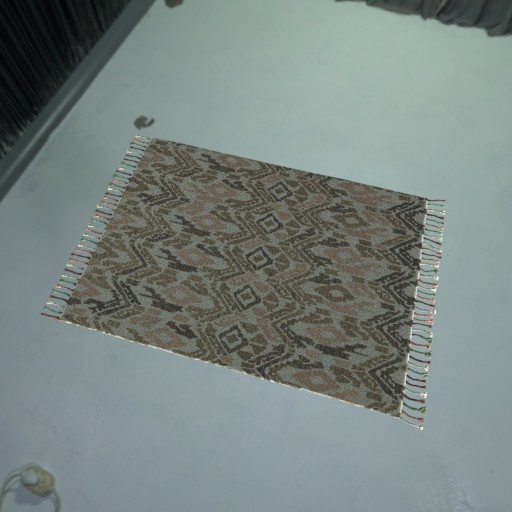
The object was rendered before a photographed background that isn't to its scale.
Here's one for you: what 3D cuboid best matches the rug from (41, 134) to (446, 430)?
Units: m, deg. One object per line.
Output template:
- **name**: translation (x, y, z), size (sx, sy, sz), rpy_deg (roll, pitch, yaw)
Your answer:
- **rug**: translation (0.000, 0.000, 2.263), size (1.829, 0.008, 1.219), rpy_deg (14, 64, 7)
